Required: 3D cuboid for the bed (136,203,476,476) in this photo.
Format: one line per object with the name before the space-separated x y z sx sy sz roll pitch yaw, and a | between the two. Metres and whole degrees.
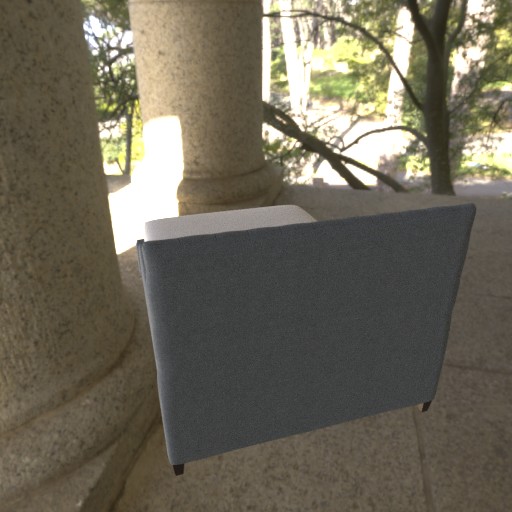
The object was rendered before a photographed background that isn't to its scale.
bed | 0.000 0.000 3.335 1.698 1.411 2.335 -8 27 -15
